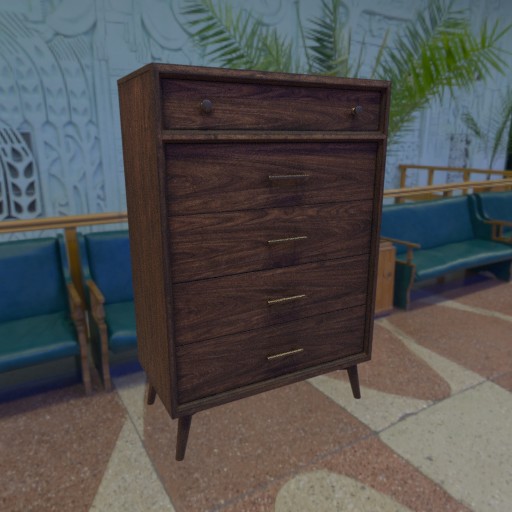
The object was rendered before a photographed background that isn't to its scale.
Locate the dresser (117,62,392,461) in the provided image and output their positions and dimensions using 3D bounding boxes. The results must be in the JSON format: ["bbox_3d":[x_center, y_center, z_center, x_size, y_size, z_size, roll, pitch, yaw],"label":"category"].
[{"bbox_3d":[0.000,0.000,1.839,0.919,1.365,0.498,-8,17,-27],"label":"dresser"}]
